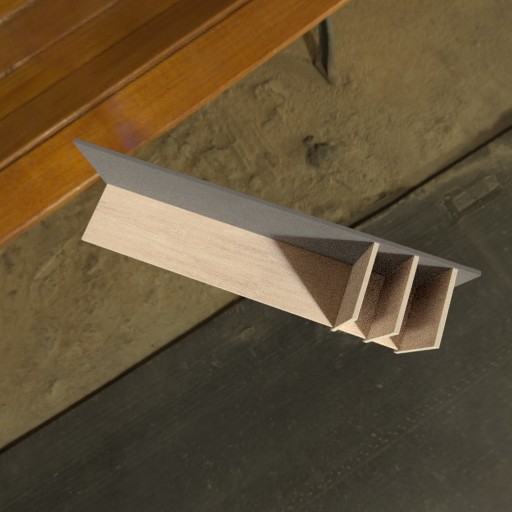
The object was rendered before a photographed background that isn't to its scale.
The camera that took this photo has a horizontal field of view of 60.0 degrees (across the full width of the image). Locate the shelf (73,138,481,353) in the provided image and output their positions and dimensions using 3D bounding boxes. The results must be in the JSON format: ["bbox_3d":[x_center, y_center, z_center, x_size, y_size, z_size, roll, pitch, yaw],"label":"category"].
[{"bbox_3d":[0.000,0.000,1.175,1.020,0.300,0.200,19,76,5],"label":"shelf"}]
